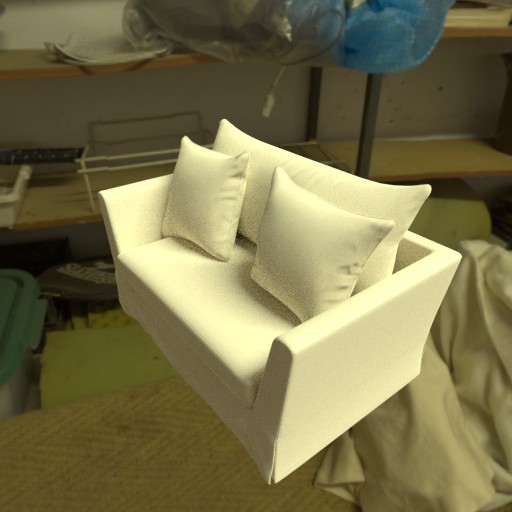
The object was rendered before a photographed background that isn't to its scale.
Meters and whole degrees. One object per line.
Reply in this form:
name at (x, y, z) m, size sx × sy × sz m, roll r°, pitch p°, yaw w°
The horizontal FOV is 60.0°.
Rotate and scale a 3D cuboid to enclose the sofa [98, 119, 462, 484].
sofa at (0.000, 0.000, 2.256) m, size 1.026 × 1.039 × 1.608 m, roll -22°, pitch 37°, yaw -32°
